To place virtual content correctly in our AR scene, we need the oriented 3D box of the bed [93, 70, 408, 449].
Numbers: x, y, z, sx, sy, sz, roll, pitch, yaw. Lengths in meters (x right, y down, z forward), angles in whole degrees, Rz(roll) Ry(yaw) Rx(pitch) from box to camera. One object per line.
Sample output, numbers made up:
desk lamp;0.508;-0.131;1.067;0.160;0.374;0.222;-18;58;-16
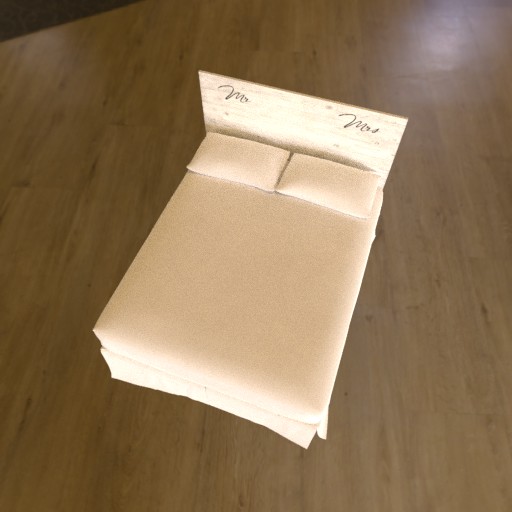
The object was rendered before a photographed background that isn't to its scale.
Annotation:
bed;0.000;0.000;3.286;1.745;1.335;2.094;17;59;11
